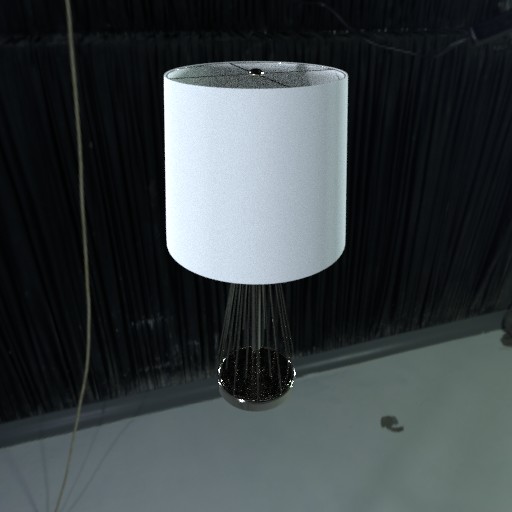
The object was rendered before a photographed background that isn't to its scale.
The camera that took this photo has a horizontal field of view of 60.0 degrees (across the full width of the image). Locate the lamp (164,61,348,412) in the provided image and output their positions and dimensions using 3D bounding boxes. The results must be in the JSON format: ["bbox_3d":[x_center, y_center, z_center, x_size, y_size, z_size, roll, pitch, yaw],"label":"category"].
[{"bbox_3d":[0.000,0.000,0.786,0.303,0.618,0.303,0,30,0],"label":"lamp"}]
